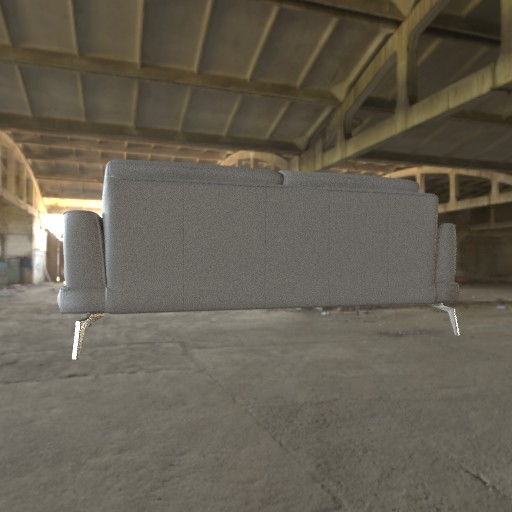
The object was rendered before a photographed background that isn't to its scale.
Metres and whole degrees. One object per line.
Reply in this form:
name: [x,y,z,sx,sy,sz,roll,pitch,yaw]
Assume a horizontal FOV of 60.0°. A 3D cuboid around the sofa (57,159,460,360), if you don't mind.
sofa: [0.000,0.000,2.734,2.177,0.930,1.121,0,-1,-18]
